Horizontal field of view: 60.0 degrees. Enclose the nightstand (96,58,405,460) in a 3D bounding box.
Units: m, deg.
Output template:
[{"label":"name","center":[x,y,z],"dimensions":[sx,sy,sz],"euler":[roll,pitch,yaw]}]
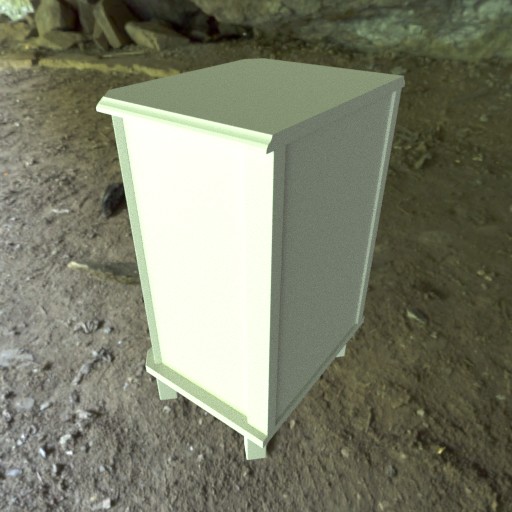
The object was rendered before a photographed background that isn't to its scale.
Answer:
[{"label":"nightstand","center":[0.000,0.000,0.919],"dimensions":[0.351,0.681,0.435],"euler":[22,39,30]}]
